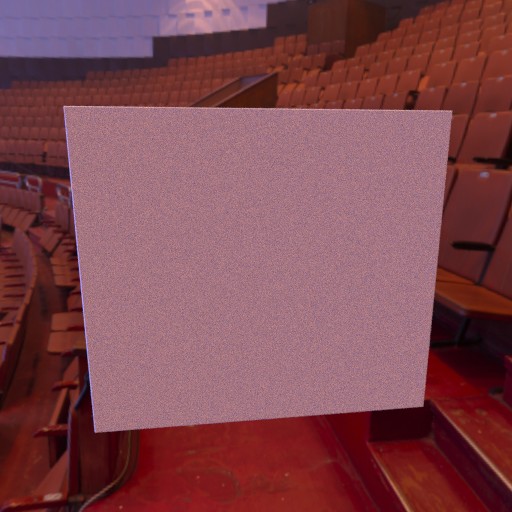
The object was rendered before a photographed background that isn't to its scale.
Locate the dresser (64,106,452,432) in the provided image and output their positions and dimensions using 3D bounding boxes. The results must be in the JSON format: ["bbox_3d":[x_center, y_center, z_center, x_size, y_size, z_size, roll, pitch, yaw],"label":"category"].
[{"bbox_3d":[0.000,0.000,1.225,0.830,0.740,0.420,-2,14,-7],"label":"dresser"}]
